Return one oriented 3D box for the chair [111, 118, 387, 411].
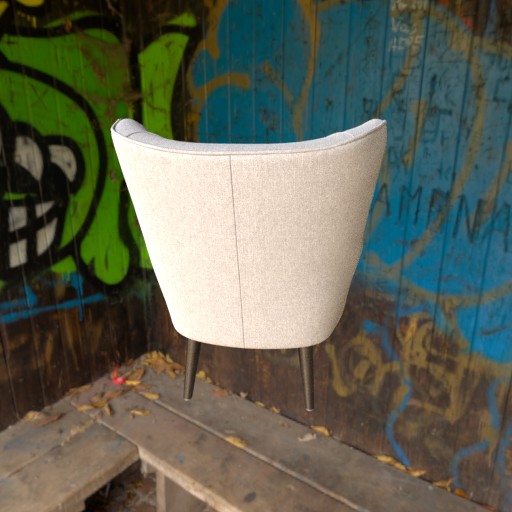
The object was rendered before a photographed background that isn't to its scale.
[{"bbox_3d":[0.000,0.000,1.572,0.781,0.933,0.888,2,18,7],"label":"chair"}]
